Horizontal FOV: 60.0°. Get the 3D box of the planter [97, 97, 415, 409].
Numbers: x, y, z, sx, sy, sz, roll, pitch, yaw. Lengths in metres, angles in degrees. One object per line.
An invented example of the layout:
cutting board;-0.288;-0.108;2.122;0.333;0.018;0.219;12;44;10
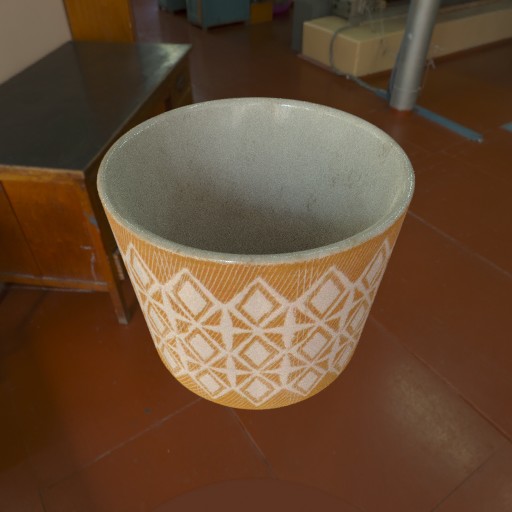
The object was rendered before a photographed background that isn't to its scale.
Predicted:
planter;0.000;0.000;0.332;0.193;0.165;0.193;0;42;0
